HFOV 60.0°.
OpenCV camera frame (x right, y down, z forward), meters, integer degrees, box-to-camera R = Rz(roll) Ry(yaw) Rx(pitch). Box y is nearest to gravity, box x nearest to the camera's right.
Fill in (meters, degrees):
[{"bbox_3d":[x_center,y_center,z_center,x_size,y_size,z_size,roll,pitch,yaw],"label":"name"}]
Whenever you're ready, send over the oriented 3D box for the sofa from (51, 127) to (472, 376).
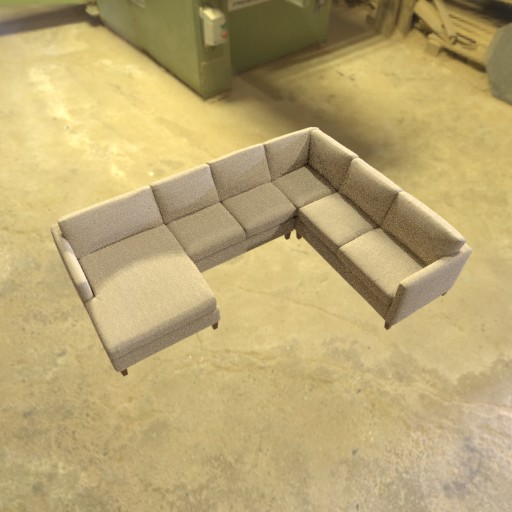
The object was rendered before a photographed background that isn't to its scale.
[{"bbox_3d":[0.000,0.000,4.631,3.460,0.961,2.594,-25,52,-21],"label":"sofa"}]
